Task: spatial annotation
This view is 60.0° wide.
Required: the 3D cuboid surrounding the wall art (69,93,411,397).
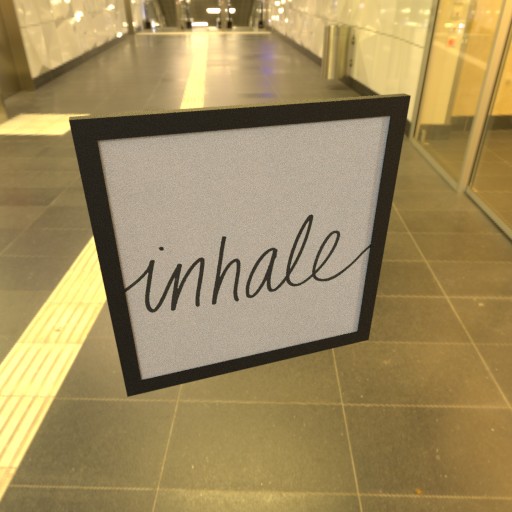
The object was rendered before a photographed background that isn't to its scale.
[{"bbox_3d":[0.000,0.000,0.539,0.356,0.356,0.013,-9,32,-15],"label":"wall art"}]
